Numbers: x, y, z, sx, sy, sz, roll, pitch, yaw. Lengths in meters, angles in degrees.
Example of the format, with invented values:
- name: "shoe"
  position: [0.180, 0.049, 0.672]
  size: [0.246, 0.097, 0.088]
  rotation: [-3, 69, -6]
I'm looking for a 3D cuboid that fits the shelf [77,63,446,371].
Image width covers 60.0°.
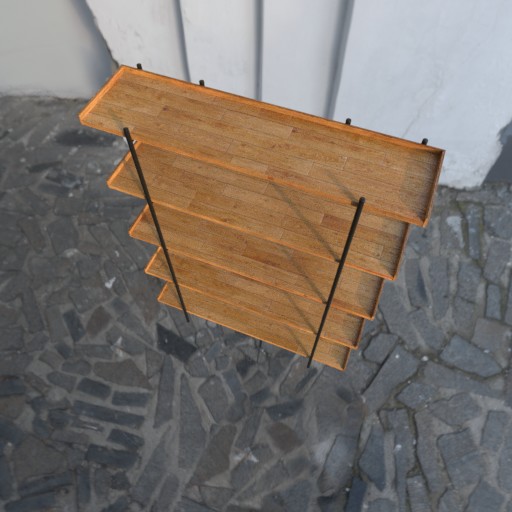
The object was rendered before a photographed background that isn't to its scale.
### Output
- name: "shelf"
  position: [0.000, 0.000, 2.450]
  size: [1.371, 1.826, 0.379]
  rotation: [19, 60, 11]
